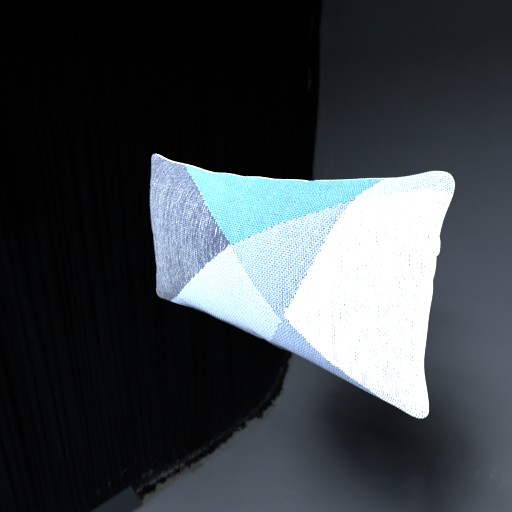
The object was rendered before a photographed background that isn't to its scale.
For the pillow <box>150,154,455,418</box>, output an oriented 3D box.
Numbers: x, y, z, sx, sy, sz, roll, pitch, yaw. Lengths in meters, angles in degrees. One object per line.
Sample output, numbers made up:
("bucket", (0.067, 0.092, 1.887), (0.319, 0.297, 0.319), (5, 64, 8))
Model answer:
("pillow", (0.000, 0.000, 0.717), (0.148, 0.307, 0.604), (-15, 22, -43))
